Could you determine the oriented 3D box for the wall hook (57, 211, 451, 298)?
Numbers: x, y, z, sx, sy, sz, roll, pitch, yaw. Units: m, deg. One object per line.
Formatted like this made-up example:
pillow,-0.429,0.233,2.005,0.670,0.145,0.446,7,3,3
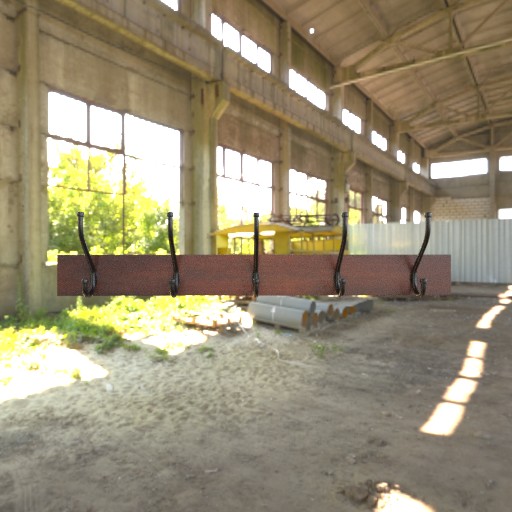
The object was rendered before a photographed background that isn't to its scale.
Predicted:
wall hook,0.000,0.000,0.621,0.571,0.117,0.071,0,0,-1
